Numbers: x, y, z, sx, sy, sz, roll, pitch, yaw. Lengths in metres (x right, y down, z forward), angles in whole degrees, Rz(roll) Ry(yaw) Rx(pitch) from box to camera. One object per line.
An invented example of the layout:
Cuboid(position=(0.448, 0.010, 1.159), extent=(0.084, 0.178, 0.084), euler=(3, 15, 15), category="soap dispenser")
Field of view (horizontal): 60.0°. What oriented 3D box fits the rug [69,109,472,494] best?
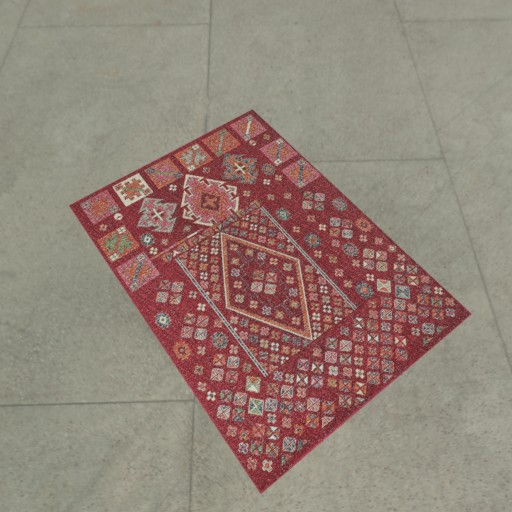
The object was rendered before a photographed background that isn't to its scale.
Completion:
Cuboid(position=(0.000, 0.000, 2.841), extent=(1.579, 0.007, 2.184), euler=(-33, 65, -18), category="rug")
